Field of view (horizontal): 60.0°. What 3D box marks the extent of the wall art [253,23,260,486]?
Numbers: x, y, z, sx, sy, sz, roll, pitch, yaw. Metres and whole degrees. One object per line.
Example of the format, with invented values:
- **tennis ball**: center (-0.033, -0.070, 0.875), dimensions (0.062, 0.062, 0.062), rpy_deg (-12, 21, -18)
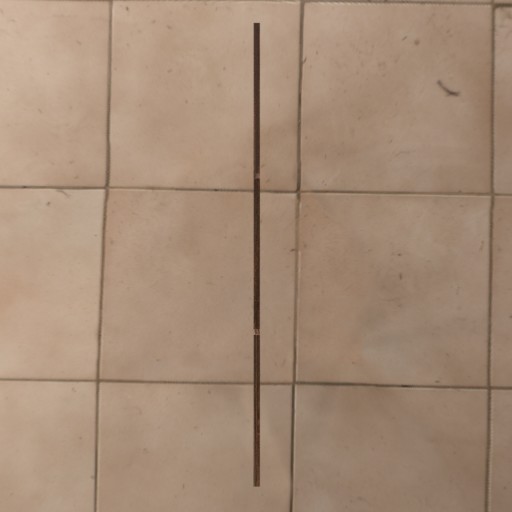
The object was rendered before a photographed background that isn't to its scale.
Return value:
- **wall art**: center (0.000, 0.000, 1.331), dimensions (0.013, 0.914, 0.915), rpy_deg (0, 89, 0)
